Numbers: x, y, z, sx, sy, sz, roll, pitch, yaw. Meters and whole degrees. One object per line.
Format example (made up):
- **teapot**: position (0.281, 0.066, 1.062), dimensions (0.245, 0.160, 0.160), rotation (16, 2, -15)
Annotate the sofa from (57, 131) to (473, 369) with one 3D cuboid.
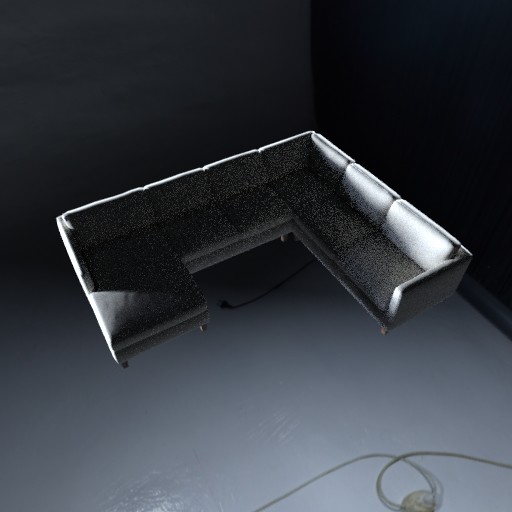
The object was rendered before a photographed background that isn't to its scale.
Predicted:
- **sofa**: position (0.000, 0.000, 4.466), dimensions (3.238, 0.853, 2.551), rotation (-23, 50, -21)
